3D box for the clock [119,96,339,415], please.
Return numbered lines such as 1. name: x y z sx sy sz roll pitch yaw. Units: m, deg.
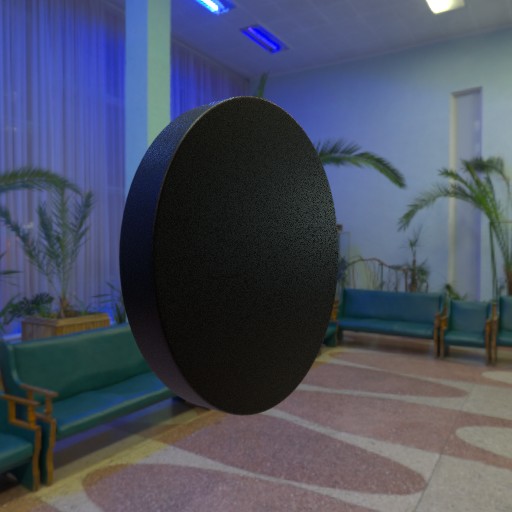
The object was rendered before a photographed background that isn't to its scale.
1. clock: 0.000 0.000 0.463 0.040 0.314 0.314 1 1 36
